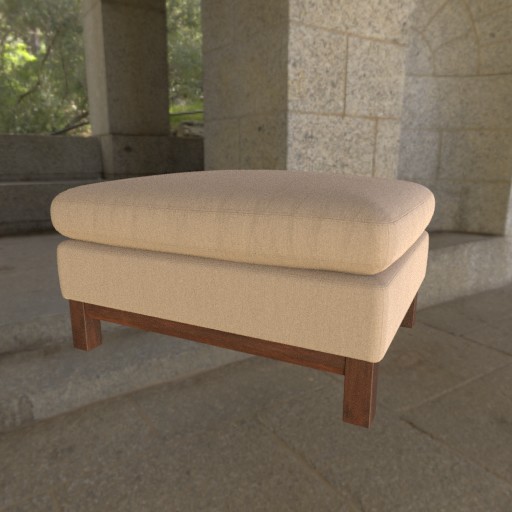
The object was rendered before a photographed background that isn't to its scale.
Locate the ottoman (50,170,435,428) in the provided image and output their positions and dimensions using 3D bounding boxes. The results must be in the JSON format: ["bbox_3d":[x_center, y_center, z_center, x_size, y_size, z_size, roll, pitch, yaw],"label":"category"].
[{"bbox_3d":[0.000,0.000,1.104,0.771,0.420,0.606,7,15,26],"label":"ottoman"}]
